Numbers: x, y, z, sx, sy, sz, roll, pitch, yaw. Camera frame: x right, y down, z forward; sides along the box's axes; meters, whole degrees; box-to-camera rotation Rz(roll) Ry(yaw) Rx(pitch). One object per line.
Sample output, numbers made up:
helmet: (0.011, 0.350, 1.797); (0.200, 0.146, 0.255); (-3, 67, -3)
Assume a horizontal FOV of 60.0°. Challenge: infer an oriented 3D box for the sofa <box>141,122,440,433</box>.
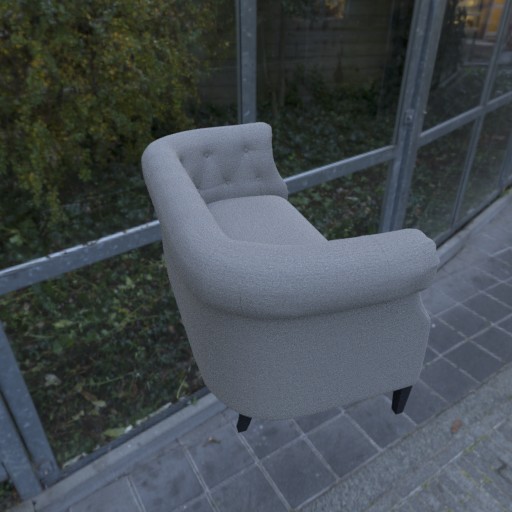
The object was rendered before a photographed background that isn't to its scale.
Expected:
sofa: (0.000, 0.000, 2.002); (0.835, 0.827, 1.558); (-10, 32, -16)
